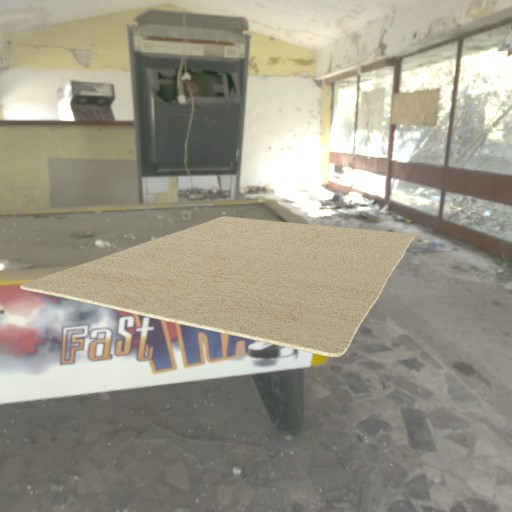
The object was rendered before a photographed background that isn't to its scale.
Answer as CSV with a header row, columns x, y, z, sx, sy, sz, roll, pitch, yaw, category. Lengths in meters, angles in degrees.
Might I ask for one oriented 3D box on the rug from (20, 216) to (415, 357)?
x,y,z,sx,sy,sz,roll,pitch,yaw,category
0.000,0.000,4.021,2.401,0.025,3.001,8,17,25,rug
